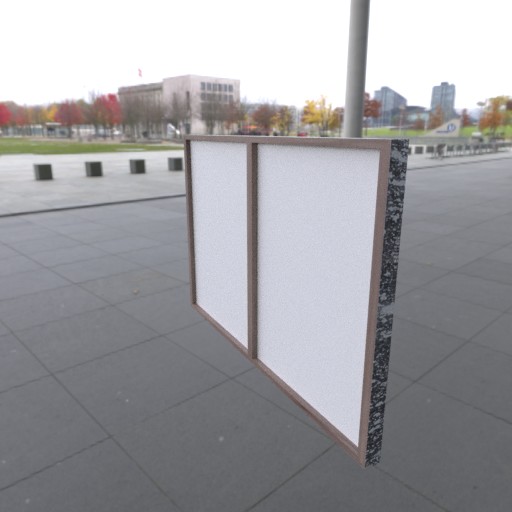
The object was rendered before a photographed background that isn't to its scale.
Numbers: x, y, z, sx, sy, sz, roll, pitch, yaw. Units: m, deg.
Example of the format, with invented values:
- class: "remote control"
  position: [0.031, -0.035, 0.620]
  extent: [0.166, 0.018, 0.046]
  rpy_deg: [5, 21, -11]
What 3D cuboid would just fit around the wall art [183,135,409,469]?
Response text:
- class: "wall art"
  position: [0.000, 0.000, 1.145]
  extent: [0.038, 0.598, 0.919]
  rpy_deg: [-8, 18, -27]
